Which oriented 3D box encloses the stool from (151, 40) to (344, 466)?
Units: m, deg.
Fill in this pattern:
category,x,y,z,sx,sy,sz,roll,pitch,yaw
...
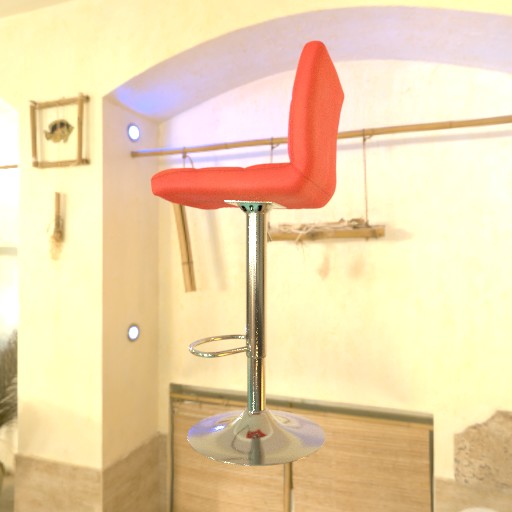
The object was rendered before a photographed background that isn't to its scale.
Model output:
category,x,y,z,sx,sy,sz,roll,pitch,yaw
stool,0.000,0.000,1.380,0.505,1.115,0.430,0,0,19
